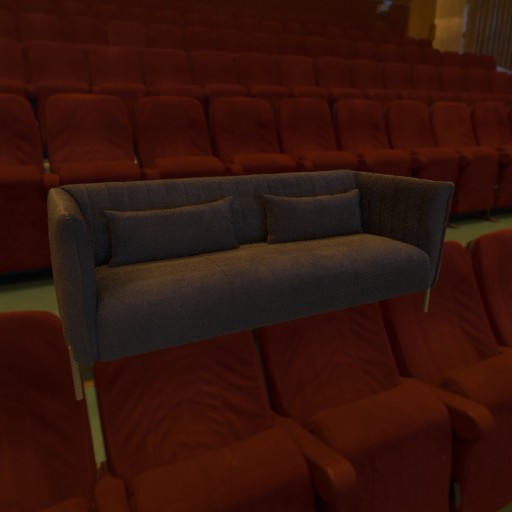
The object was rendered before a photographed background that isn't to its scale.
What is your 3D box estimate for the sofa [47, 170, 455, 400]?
[{"bbox_3d":[0.000,0.000,2.371,1.980,0.780,0.876,-8,18,-26],"label":"sofa"}]
